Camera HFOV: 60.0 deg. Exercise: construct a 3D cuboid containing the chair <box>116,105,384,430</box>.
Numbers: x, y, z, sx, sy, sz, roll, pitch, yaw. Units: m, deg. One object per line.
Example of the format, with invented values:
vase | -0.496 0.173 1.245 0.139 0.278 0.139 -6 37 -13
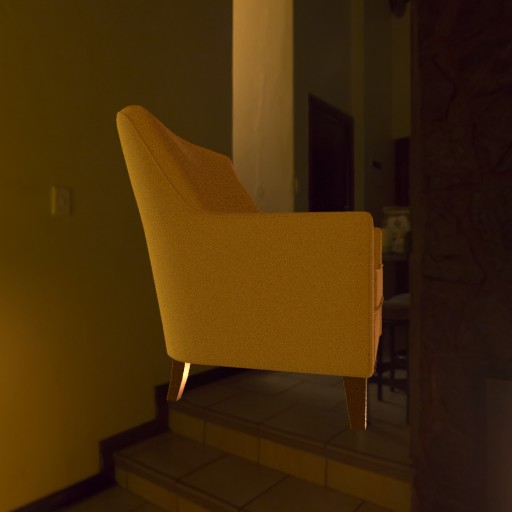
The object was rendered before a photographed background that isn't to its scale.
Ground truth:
chair | 0.000 0.000 1.596 0.879 0.916 0.756 0 0 18
